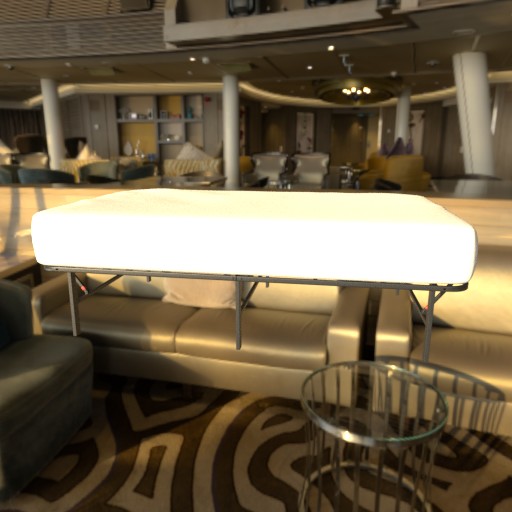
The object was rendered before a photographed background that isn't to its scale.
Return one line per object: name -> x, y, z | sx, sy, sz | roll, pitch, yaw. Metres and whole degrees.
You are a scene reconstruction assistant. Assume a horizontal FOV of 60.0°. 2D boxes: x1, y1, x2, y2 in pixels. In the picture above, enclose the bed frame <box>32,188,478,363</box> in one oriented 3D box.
bed frame -> 0.000, 0.000, 2.363 | 1.908, 0.640, 1.025 | 2, 14, 9
